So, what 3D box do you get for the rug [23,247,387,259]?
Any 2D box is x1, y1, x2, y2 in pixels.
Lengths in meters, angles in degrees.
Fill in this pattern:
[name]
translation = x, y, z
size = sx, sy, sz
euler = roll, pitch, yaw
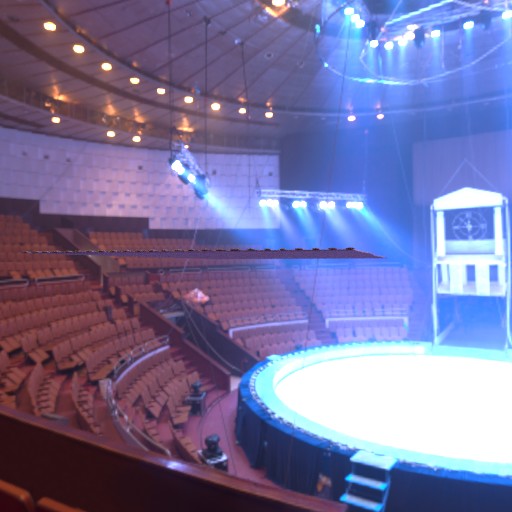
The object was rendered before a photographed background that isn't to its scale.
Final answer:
[rug]
translation = 0.000, 0.000, 2.916
size = 1.544, 0.010, 2.315
euler = 0, -1, 19
